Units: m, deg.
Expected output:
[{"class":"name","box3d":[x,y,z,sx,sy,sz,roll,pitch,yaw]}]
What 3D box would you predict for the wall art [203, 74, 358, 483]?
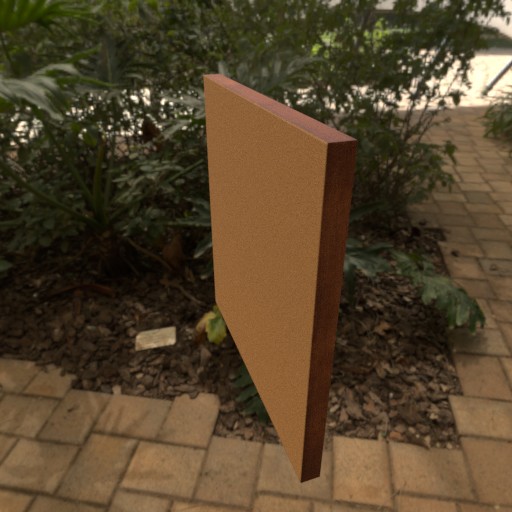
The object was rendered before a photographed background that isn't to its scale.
[{"class":"wall art","box3d":[0.000,0.000,0.834,0.037,0.572,0.554,-10,31,-17]}]
